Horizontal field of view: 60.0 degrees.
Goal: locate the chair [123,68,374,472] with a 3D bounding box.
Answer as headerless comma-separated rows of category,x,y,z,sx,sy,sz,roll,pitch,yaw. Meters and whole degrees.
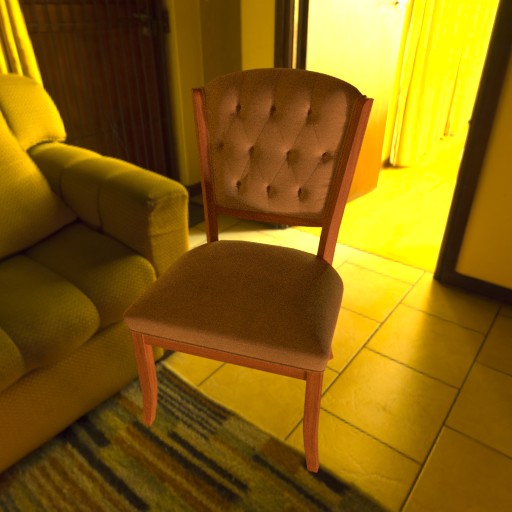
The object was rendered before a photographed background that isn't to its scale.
chair,0.000,0.000,1.227,0.513,0.905,0.584,9,31,15
